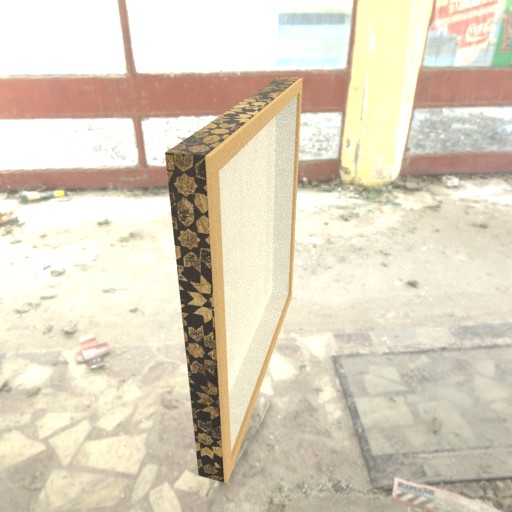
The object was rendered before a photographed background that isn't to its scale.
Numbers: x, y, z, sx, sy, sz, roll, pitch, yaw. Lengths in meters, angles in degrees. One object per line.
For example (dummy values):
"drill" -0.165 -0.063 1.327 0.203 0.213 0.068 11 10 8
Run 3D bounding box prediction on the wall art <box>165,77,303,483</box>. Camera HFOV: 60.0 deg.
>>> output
"wall art" 0.000 0.000 0.609 0.038 0.405 0.405 8 31 13
